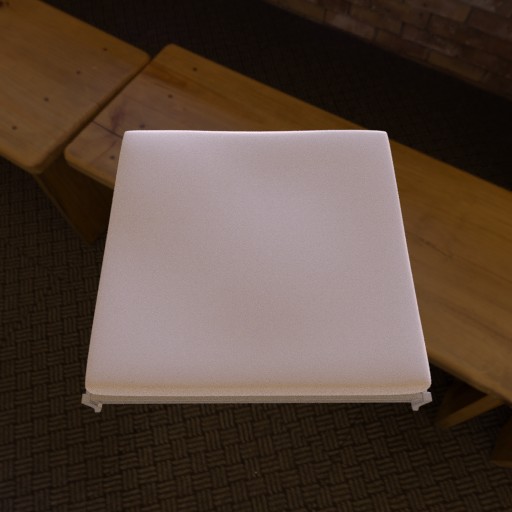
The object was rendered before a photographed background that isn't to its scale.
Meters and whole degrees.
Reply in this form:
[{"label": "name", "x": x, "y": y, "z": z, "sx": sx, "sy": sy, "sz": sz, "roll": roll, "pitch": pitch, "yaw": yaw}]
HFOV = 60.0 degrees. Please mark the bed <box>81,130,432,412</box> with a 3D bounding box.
[{"label": "bed", "x": 0.000, "y": 0.000, "z": 3.103, "sx": 2.108, "sy": 0.510, "sz": 2.007, "roll": 0, "pitch": 64, "yaw": 0}]
